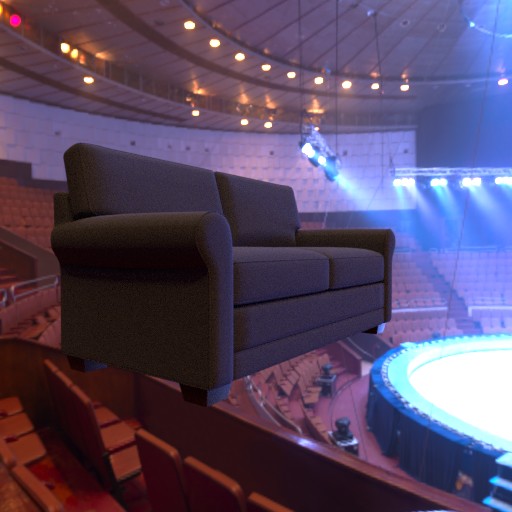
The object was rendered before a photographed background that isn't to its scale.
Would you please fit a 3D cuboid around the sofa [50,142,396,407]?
[{"bbox_3d":[0.000,0.000,2.469,0.940,1.020,1.930,1,1,36],"label":"sofa"}]
